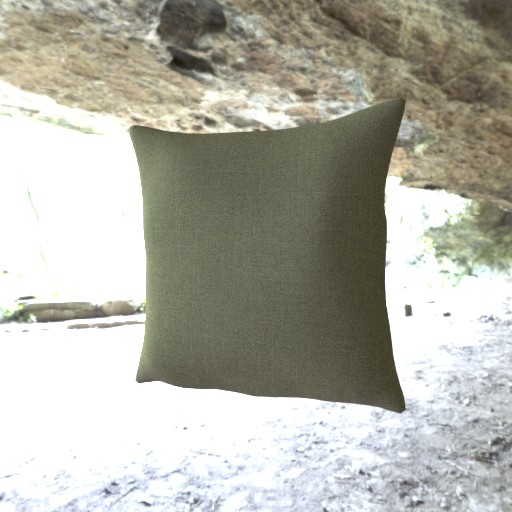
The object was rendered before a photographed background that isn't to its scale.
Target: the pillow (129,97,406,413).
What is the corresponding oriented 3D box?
[{"bbox_3d":[0.000,0.000,0.676,0.435,0.432,0.138,0,1,18],"label":"pillow"}]
